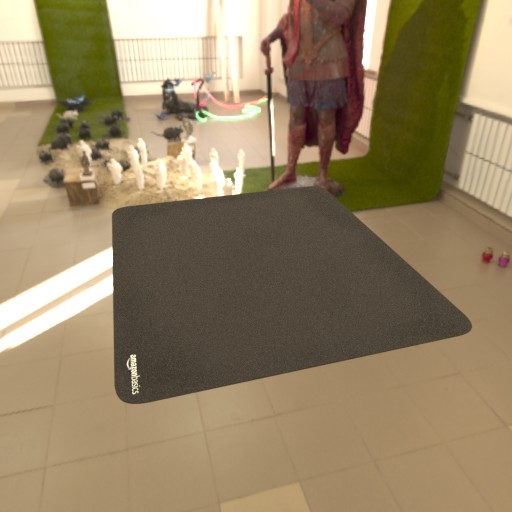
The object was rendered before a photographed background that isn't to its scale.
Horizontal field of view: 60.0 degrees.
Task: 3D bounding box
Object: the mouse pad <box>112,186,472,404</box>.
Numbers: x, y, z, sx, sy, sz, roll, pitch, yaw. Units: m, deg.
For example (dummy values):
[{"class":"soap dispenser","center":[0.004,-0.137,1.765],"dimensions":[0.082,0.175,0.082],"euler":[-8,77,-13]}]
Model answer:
[{"class":"mouse pad","center":[0.000,0.000,0.632],"dimensions":[0.393,0.002,0.451],"euler":[-8,32,-14]}]
